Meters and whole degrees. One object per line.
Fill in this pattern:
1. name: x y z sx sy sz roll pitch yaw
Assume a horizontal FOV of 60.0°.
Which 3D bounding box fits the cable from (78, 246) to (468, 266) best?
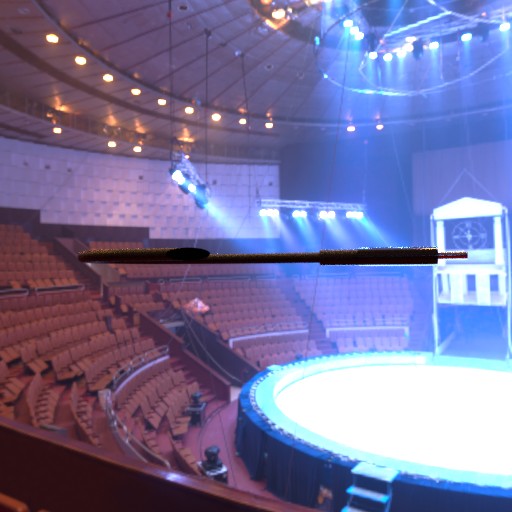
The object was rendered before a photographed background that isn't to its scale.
1. cable: 0.000 0.000 0.111 0.098 0.005 0.041 -1 -3 19
